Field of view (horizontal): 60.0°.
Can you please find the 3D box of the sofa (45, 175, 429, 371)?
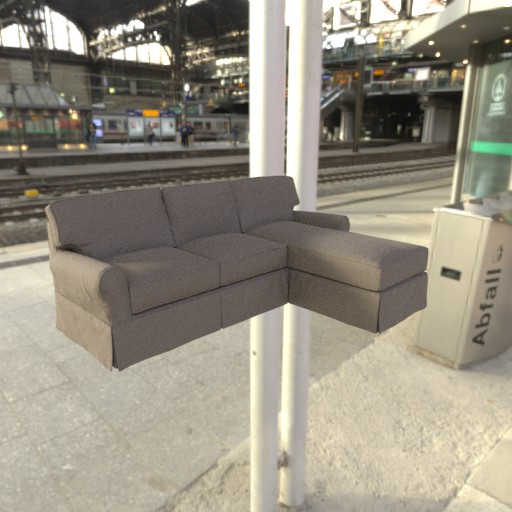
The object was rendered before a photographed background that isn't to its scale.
[{"bbox_3d":[0.000,0.000,3.330,2.475,0.978,1.733,-15,22,-42],"label":"sofa"}]
